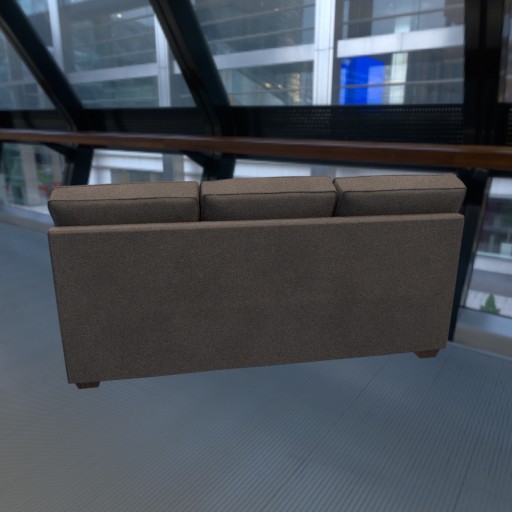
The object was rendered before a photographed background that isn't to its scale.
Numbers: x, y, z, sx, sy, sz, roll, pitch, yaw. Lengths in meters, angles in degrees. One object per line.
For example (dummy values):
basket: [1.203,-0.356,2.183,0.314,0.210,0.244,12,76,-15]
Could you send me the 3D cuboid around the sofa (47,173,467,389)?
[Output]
sofa: [0.000,0.000,2.548,1.962,0.973,1.027,-3,16,-10]
